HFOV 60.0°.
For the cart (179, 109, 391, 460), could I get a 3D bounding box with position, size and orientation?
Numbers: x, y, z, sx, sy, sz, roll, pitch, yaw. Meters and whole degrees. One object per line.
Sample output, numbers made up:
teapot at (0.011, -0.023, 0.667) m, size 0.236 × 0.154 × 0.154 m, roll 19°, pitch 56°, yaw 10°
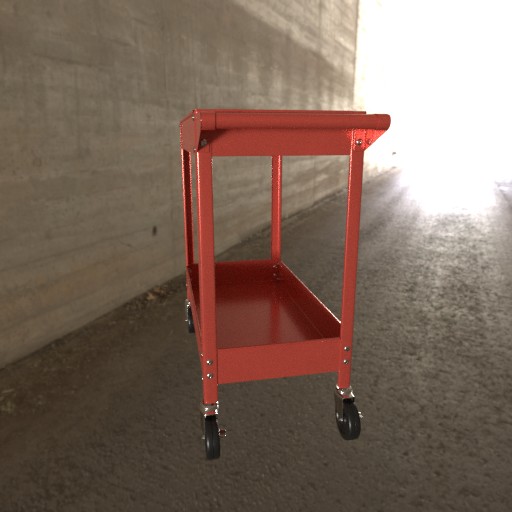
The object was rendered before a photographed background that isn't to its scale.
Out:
cart at (0.000, 0.000, 1.197) m, size 0.366 × 0.719 × 0.779 m, roll -3°, pitch 15°, yaw -11°
